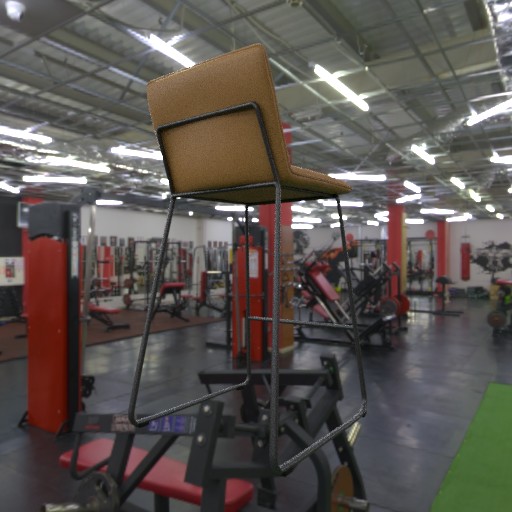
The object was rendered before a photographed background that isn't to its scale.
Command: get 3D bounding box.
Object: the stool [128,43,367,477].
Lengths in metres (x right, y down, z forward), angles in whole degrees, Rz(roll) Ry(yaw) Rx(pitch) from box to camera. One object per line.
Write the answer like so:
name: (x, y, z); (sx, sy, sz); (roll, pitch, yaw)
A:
stool: (0.000, 0.000, 1.265); (0.489, 0.936, 0.524); (0, -1, 36)
